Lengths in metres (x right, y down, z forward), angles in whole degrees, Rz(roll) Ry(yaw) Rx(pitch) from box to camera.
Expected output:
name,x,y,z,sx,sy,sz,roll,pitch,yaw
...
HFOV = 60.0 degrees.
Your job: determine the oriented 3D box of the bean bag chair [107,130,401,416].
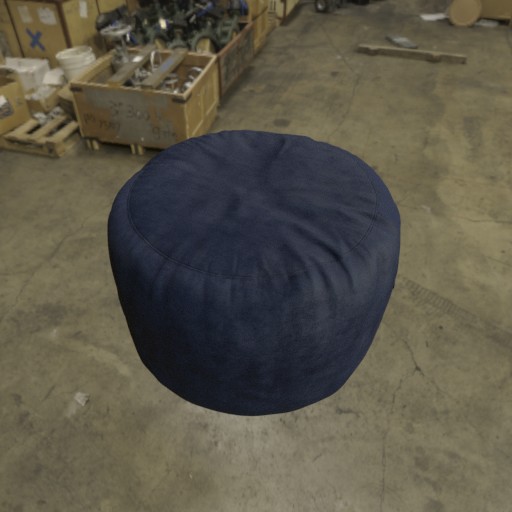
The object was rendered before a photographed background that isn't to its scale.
name,x,y,z,sx,sy,sz,roll,pitch,yaw
bean bag chair,0.000,0.000,1.977,1.219,0.762,1.219,0,42,0
